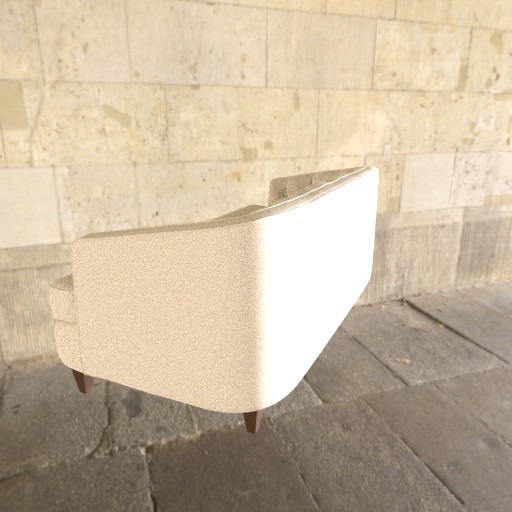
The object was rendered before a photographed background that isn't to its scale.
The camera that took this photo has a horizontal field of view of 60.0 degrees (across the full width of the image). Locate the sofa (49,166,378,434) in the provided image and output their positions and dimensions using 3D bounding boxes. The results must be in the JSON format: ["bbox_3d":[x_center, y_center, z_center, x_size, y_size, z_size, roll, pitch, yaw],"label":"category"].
[{"bbox_3d":[0.000,0.000,2.194,0.941,0.855,1.733,8,19,25],"label":"sofa"}]
